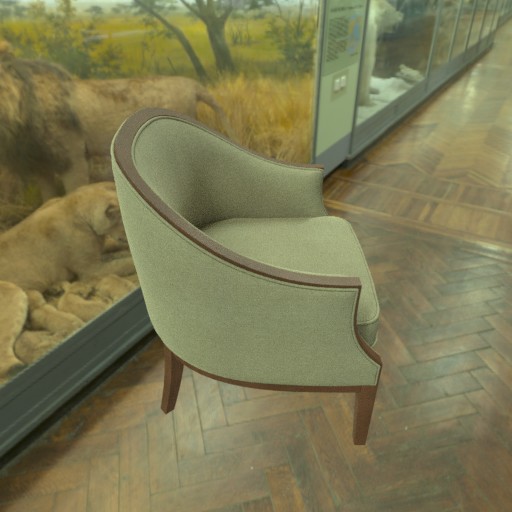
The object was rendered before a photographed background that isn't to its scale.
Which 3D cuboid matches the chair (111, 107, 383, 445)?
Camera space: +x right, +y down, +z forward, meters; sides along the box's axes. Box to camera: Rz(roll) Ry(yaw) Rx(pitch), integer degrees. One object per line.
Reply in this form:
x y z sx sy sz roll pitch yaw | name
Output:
0.000 0.000 1.438 0.735 0.876 0.803 0 33 1 | chair
